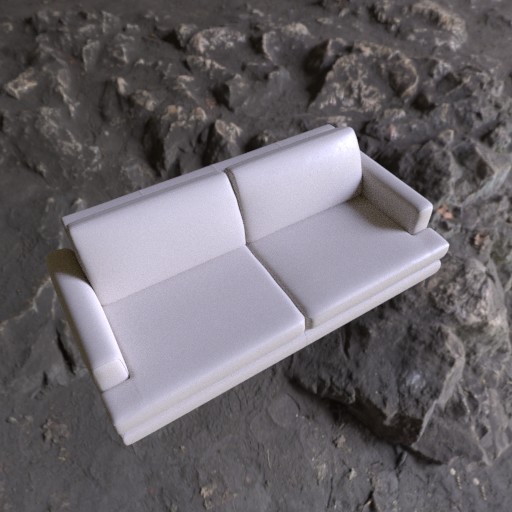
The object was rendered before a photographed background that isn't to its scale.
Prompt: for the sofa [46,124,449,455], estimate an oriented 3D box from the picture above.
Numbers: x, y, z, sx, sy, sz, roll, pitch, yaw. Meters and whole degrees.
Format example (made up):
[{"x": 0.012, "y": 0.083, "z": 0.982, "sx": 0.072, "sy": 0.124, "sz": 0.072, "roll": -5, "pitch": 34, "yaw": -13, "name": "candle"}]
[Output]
[{"x": 0.000, "y": 0.000, "z": 2.359, "sx": 1.940, "sy": 0.765, "sz": 0.974, "roll": -24, "pitch": 52, "yaw": -21, "name": "sofa"}]
